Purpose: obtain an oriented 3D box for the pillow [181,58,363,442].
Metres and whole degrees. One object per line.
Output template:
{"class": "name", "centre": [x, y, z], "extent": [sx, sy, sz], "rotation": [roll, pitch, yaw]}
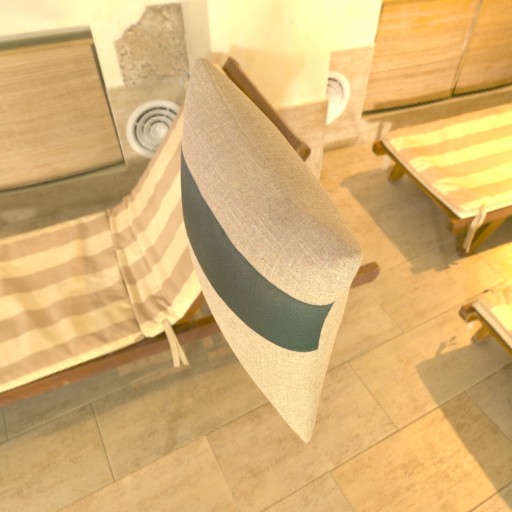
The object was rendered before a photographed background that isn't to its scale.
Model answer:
{"class": "pillow", "centre": [0.000, 0.000, 0.626], "extent": [0.173, 0.399, 0.414], "rotation": [-17, 49, -15]}
